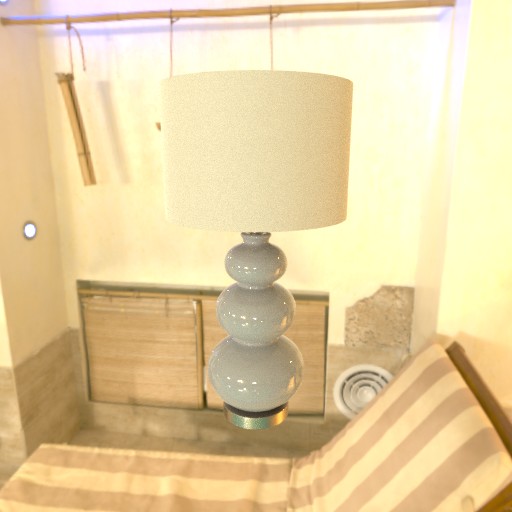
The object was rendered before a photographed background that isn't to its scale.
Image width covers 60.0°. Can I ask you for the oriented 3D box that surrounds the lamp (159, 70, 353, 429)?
[{"bbox_3d":[0.000,0.000,0.935,0.367,0.730,0.367,2,14,7],"label":"lamp"}]
